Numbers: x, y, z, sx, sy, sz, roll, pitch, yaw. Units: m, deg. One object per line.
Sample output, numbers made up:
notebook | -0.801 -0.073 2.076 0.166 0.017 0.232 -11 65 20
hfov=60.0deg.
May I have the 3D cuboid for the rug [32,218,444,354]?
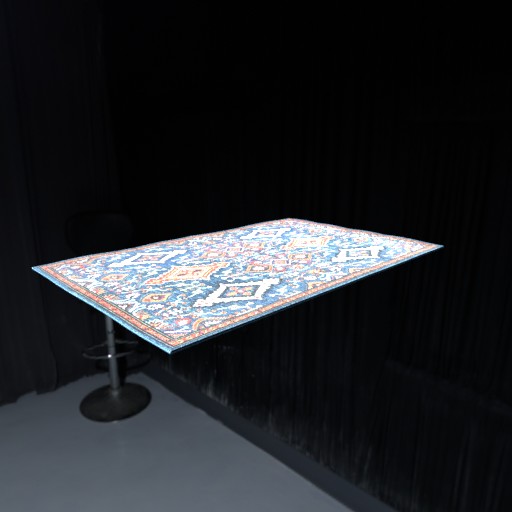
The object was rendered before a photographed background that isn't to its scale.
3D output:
rug | 0.000 0.000 2.314 1.847 0.014 1.195 -14 21 -42
